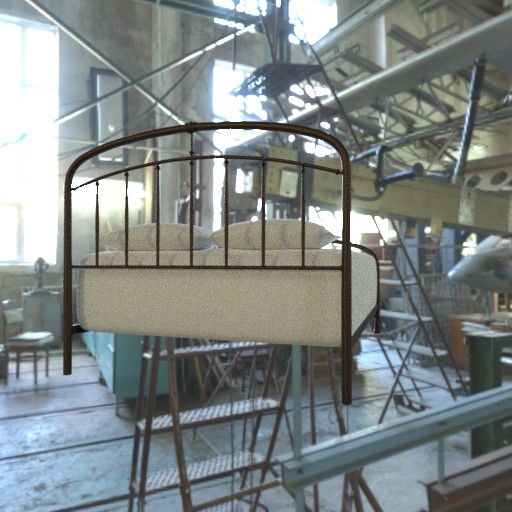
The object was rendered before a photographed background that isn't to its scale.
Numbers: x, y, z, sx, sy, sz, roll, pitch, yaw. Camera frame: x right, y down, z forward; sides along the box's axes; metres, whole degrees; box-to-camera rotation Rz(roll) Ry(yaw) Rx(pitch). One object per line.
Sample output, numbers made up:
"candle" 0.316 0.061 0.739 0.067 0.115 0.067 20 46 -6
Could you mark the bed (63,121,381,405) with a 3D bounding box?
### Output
"bed" 0.000 0.000 3.381 1.711 1.425 2.180 0 -1 19
